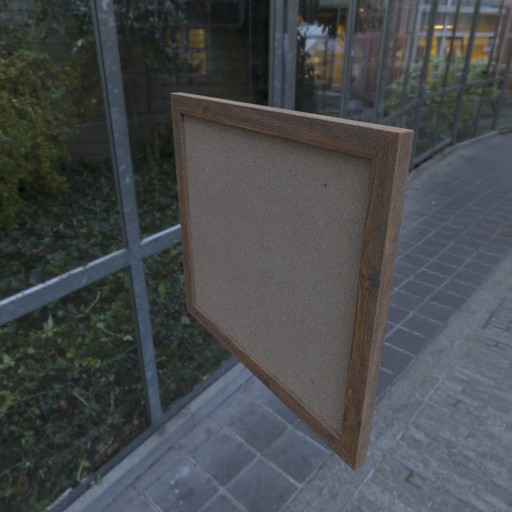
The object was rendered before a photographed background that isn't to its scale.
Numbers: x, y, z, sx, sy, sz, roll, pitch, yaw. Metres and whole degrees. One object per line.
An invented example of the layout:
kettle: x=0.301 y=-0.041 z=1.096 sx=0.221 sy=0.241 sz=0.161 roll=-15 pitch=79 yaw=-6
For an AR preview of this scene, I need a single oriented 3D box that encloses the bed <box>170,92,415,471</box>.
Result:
bed: x=0.000 y=0.000 z=1.462 sx=0.046 sy=0.942 sz=1.046 roll=-16 pitch=30 yaw=-31
